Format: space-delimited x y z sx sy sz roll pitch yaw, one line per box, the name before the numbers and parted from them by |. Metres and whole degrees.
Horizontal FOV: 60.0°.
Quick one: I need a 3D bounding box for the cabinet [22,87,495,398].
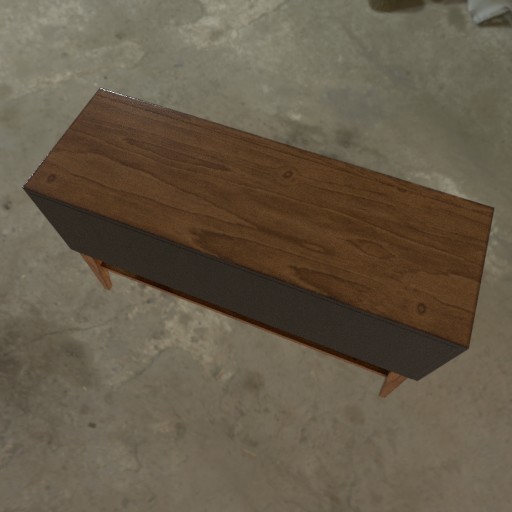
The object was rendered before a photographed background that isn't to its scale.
cabinet | 0.000 0.000 1.708 1.363 0.802 0.477 20 65 10
